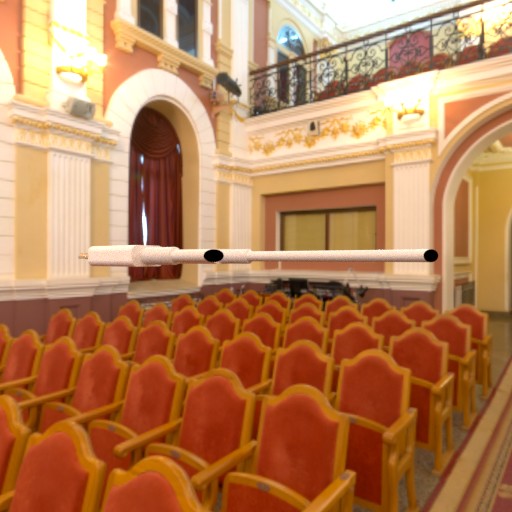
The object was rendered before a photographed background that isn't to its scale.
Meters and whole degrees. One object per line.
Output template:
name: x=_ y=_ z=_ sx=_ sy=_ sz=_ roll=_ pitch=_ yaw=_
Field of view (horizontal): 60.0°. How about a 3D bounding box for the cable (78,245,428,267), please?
cable: x=0.000 y=0.000 z=0.113 sx=0.098 sy=0.006 sz=0.040 roll=0 pitch=0 yaw=36
